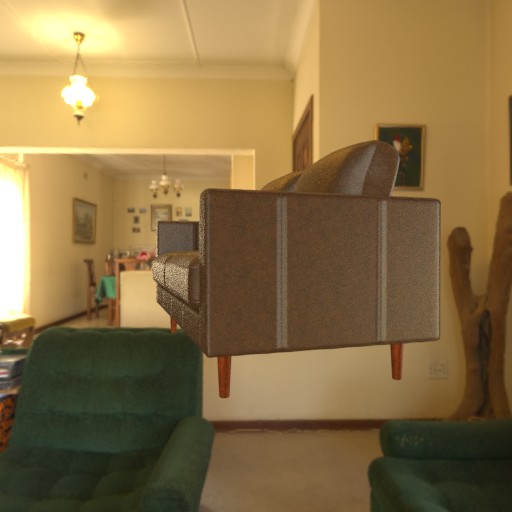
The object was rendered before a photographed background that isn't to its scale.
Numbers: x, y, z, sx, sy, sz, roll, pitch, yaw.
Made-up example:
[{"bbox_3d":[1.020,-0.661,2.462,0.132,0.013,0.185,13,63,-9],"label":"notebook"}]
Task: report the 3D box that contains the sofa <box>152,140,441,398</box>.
[{"bbox_3d":[0.000,0.000,2.222,0.909,0.951,1.578,0,0,-18],"label":"sofa"}]
